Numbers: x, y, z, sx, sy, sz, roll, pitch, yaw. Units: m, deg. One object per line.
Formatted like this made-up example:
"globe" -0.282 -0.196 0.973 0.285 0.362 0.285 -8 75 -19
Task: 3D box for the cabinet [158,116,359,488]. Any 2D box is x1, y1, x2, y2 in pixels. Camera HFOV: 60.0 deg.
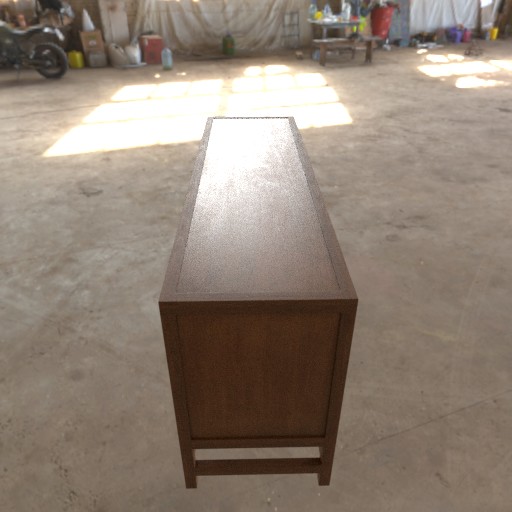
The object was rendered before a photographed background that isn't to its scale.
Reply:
"cabinet" 0.000 0.000 2.041 0.522 0.820 1.708 -1 32 -1
